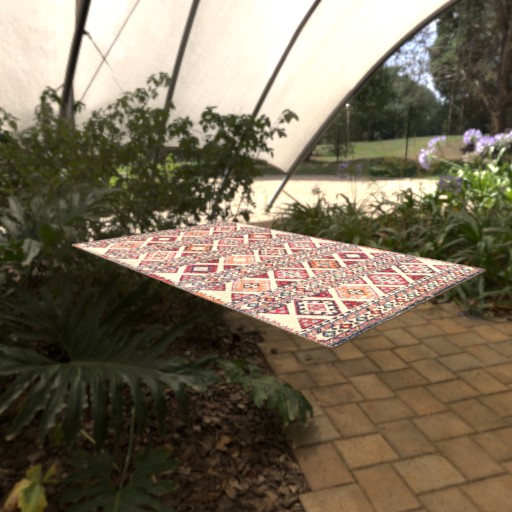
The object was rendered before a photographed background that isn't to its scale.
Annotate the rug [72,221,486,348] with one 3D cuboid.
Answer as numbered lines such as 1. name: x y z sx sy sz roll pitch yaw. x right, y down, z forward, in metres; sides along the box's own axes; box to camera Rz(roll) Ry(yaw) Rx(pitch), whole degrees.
1. rug: 0.000 0.000 3.015 1.545 0.010 2.440 -13 19 -42
